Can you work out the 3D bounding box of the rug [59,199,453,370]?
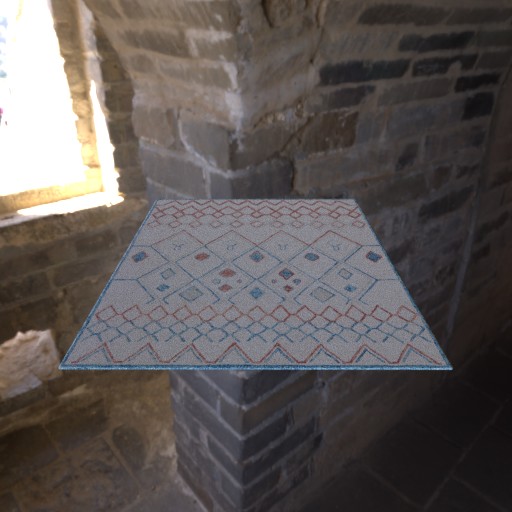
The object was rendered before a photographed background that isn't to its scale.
[{"bbox_3d":[0.000,0.000,4.090,2.441,0.016,3.050,0,27,0],"label":"rug"}]
